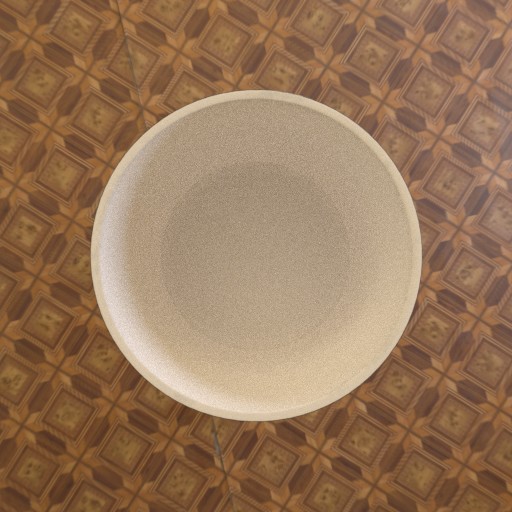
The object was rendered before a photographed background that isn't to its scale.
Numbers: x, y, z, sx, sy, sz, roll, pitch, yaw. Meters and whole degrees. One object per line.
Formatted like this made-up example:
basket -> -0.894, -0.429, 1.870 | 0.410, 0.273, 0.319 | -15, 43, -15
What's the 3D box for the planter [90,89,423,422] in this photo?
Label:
planter -> 0.000, 0.000, 0.315 | 0.178, 0.157, 0.178 | 0, 90, 0
